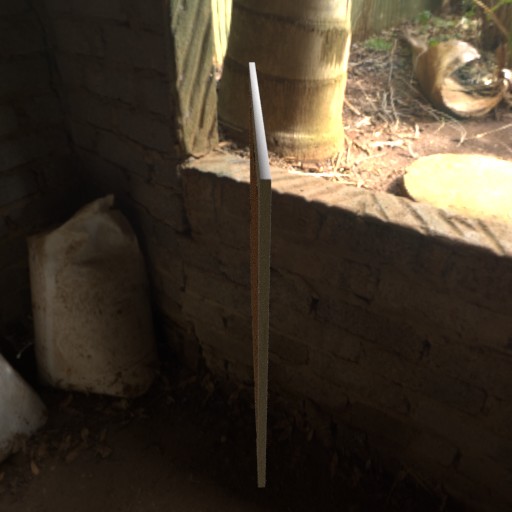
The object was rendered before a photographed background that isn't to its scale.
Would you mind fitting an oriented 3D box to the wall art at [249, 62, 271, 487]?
[{"bbox_3d":[0.000,0.000,0.852,0.013,0.584,0.584,-1,34,-2],"label":"wall art"}]
